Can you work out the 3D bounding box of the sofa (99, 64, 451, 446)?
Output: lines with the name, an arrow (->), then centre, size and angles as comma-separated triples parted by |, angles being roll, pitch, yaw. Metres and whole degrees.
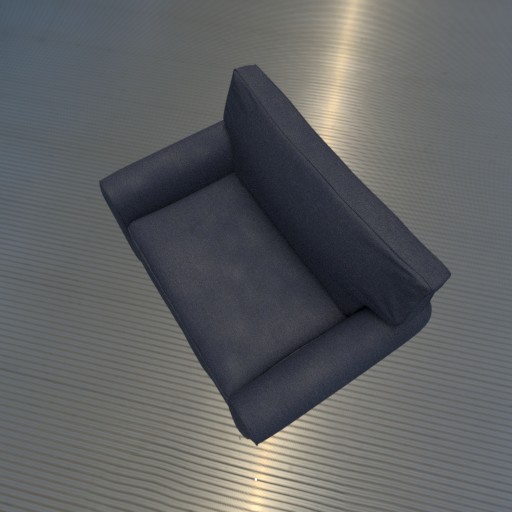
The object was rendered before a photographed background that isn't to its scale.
sofa -> 0.000, 0.000, 2.082 | 0.938, 1.004, 1.405 | -30, 67, -14
